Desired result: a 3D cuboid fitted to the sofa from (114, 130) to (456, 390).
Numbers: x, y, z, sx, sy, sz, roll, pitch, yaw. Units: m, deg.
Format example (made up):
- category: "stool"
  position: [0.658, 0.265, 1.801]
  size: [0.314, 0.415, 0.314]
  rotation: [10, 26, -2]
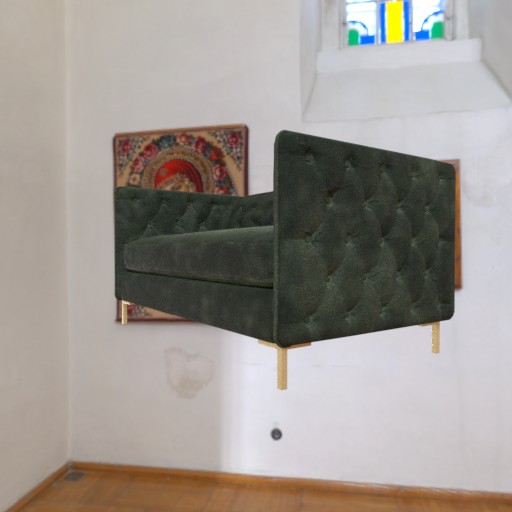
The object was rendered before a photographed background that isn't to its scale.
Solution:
- category: "sofa"
  position: [0.000, 0.000, 2.117]
  size: [0.895, 0.768, 1.537]
  rotation: [-1, 1, -35]
